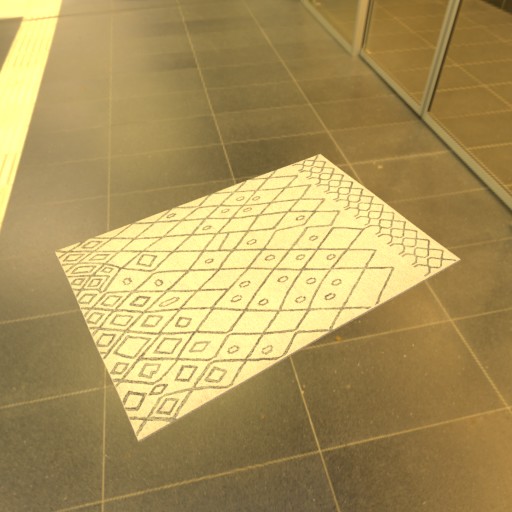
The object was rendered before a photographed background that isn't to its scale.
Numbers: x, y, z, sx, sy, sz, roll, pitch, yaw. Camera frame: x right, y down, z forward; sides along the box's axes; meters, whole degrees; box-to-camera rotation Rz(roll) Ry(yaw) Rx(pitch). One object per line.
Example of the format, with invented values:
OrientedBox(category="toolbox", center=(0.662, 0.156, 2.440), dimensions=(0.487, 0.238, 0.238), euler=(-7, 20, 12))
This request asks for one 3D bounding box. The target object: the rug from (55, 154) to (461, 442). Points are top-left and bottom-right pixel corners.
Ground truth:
OrientedBox(category="rug", center=(0.000, 0.000, 2.399), dimensions=(1.828, 0.015, 1.222), euler=(-24, 50, -22))
